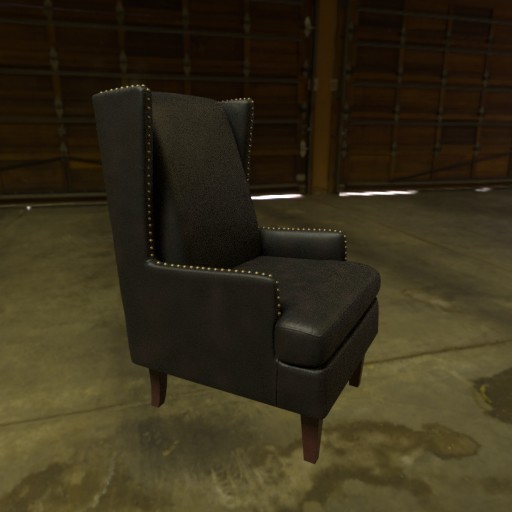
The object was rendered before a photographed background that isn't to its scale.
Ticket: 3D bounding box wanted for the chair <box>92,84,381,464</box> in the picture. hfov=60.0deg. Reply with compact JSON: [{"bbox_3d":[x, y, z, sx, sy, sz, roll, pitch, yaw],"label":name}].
[{"bbox_3d":[0.000,0.000,1.621,0.799,1.142,0.703,8,18,27],"label":"chair"}]
